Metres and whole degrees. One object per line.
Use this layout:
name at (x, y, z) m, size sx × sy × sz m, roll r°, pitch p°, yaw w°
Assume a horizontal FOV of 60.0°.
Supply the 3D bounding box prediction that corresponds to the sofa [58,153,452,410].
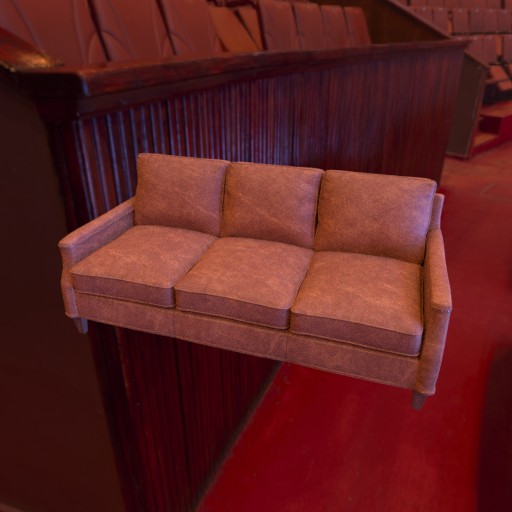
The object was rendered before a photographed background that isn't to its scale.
sofa at (0.000, 0.000, 2.820) m, size 2.246 × 1.003 × 1.084 m, roll 9°, pitch 29°, yaw 16°
